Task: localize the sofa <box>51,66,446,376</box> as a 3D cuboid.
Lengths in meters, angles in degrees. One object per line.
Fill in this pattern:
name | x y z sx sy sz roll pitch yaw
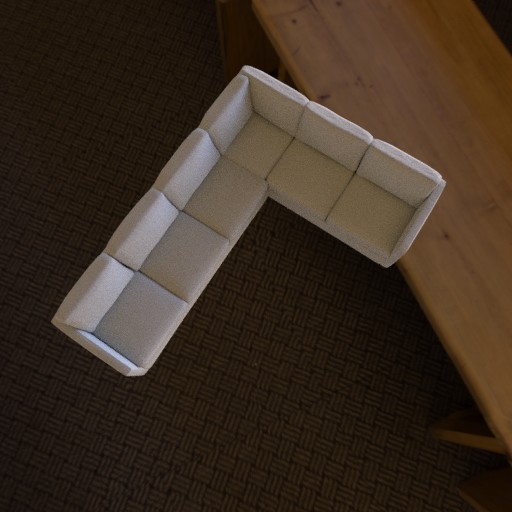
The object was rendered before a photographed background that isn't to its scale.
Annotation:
sofa | 0.000 0.000 4.548 2.522 0.934 3.333 32 78 7
